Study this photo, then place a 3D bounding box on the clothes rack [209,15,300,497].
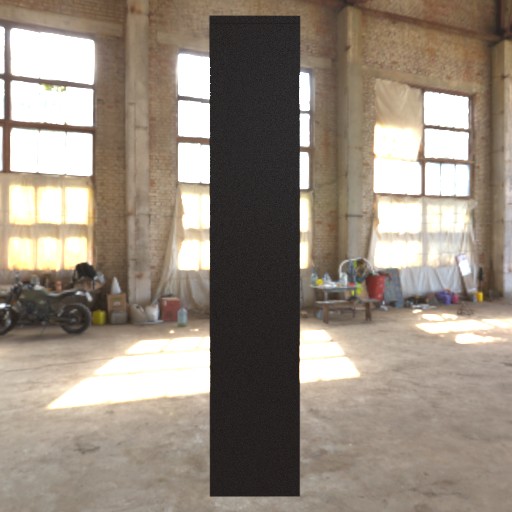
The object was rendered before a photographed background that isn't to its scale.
[{"bbox_3d":[0.000,0.000,1.553,0.250,1.280,0.750,0,1,0],"label":"clothes rack"}]
